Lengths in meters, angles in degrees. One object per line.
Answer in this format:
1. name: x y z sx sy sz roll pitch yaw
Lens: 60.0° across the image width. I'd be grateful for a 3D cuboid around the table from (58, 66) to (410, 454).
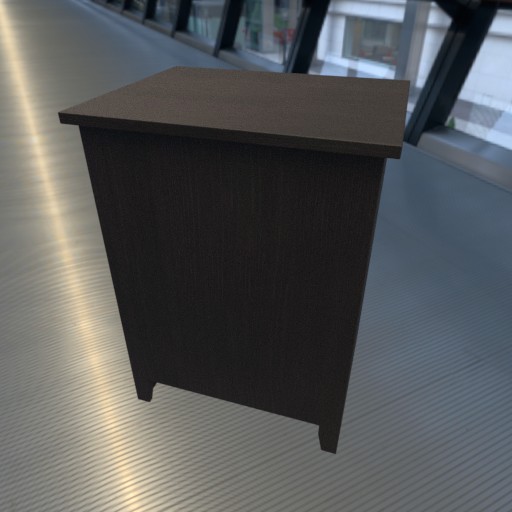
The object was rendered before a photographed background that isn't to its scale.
1. table: 0.000 0.000 0.903 0.480 0.635 0.381 10 34 15
